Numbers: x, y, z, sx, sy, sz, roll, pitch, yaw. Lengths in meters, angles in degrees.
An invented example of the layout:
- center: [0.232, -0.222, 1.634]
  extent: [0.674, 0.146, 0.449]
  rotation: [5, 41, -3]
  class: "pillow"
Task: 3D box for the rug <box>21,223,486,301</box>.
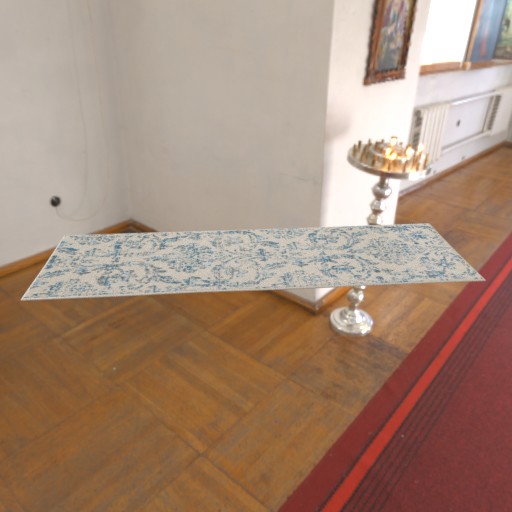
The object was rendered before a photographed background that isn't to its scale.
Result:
- center: [0.000, 0.000, 2.374]
  extent: [2.196, 0.011, 0.662]
  rotation: [-2, 29, -4]
  class: "rug"
